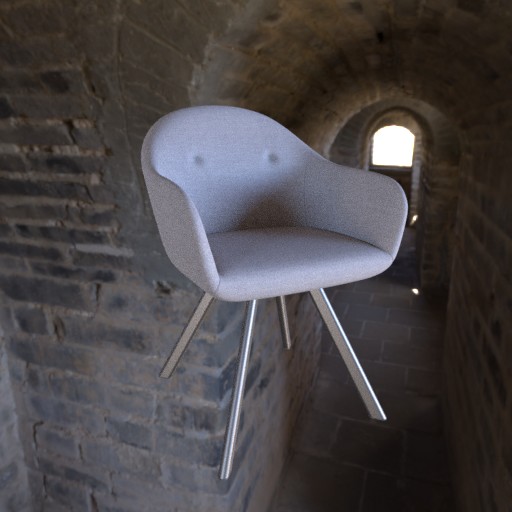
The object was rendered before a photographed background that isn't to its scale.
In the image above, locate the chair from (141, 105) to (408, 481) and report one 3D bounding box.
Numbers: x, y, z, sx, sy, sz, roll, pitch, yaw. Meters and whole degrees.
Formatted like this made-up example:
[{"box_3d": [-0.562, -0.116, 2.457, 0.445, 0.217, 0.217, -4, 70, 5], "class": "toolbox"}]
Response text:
[{"box_3d": [0.000, 0.000, 1.167, 0.540, 0.780, 0.570, -8, 17, -26], "class": "chair"}]
